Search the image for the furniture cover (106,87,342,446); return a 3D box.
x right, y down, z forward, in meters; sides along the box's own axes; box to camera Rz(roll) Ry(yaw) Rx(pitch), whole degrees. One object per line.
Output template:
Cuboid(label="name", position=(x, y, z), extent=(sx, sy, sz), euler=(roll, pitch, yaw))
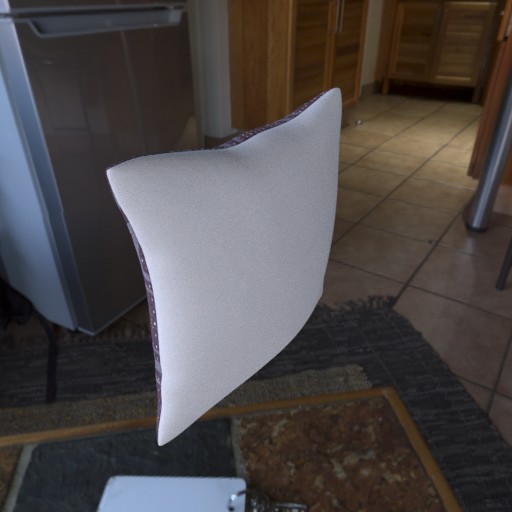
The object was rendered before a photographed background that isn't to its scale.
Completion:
Cuboid(label="furniture cover", position=(0.000, 0.000, 0.817), extent=(0.193, 0.509, 0.552), euler=(22, 38, 31))
